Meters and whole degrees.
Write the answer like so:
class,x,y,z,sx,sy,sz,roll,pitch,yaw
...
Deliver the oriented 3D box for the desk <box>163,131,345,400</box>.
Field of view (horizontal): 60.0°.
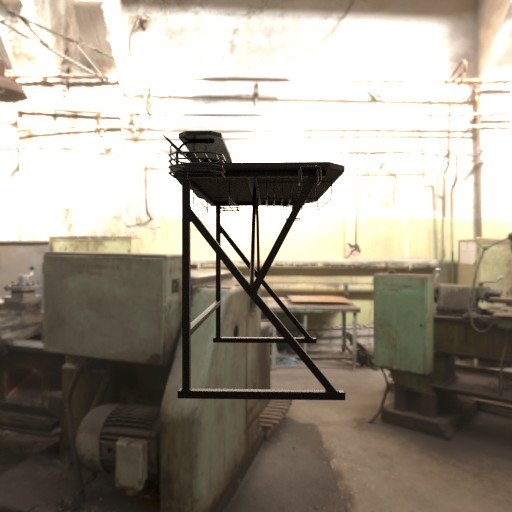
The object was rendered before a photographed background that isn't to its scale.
class,x,y,z,sx,sy,sz,roll,pitch,yaw
desk,0.000,0.000,1.808,0.580,0.880,1.290,0,1,2
